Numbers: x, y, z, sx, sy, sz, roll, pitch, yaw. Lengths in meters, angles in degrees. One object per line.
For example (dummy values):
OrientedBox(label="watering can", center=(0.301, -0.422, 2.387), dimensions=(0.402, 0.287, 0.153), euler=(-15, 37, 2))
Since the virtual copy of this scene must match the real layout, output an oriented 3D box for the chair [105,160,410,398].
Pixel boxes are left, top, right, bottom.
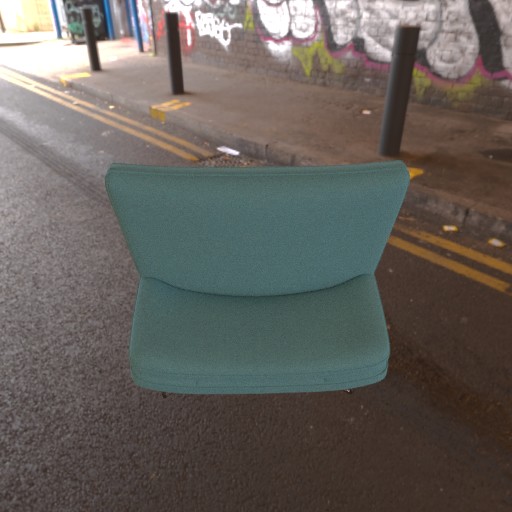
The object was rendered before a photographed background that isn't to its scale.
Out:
OrientedBox(label="chair", center=(0.000, 0.000, 1.634), dimensions=(0.859, 0.855, 1.008), euler=(-1, 31, -1))
